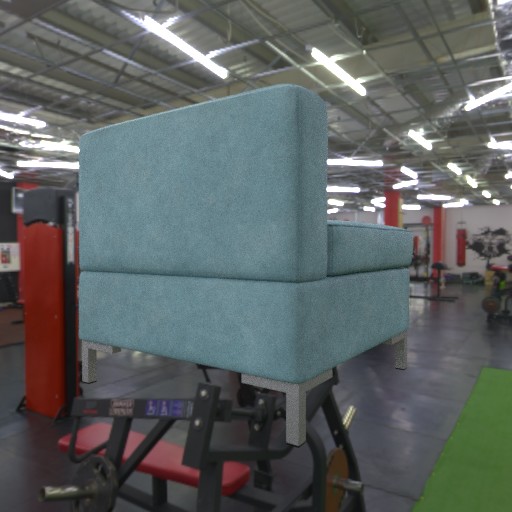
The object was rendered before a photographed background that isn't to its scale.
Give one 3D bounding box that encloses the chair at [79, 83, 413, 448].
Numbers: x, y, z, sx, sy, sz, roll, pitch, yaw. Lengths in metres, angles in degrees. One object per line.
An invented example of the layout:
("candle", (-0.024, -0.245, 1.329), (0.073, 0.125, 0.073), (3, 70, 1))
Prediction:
("chair", (0.000, 0.000, 1.228), (0.691, 0.660, 0.684), (1, 2, 35))
